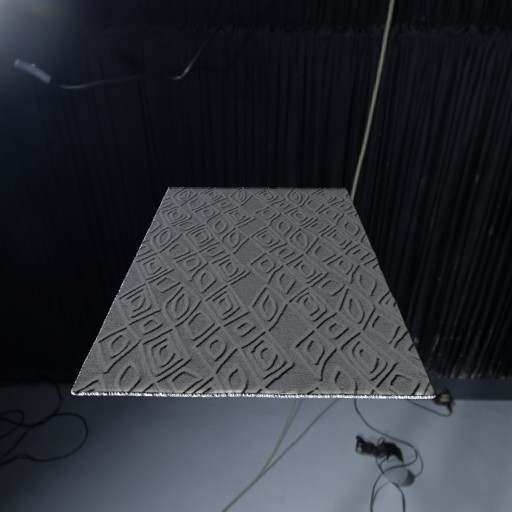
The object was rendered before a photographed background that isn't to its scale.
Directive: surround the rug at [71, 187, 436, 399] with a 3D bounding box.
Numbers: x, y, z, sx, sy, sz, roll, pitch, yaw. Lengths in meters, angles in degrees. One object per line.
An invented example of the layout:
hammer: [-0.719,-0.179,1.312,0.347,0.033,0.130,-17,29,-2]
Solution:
rug: [0.000,0.000,2.259,1.224,0.016,1.832,0,31,1]
